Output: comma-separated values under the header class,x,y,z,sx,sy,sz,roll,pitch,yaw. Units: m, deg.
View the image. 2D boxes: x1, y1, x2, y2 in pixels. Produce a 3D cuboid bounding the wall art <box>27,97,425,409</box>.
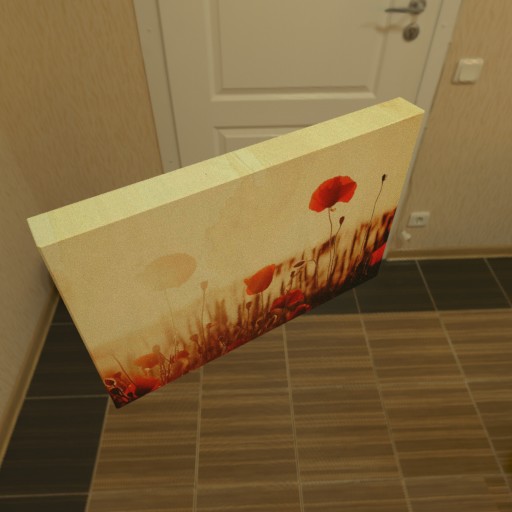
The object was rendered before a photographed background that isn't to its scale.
class,x,y,z,sx,sy,sz,roll,pitch,yaw
wall art,0.000,0.000,0.482,0.383,0.251,0.037,-23,50,-21
